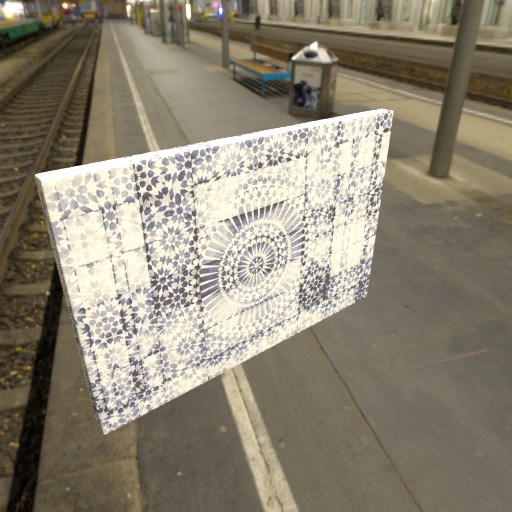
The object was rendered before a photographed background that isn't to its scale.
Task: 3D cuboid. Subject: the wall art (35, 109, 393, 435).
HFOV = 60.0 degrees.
[{"bbox_3d":[0.000,0.000,0.747,0.608,0.406,0.030,-21,35,-32],"label":"wall art"}]
